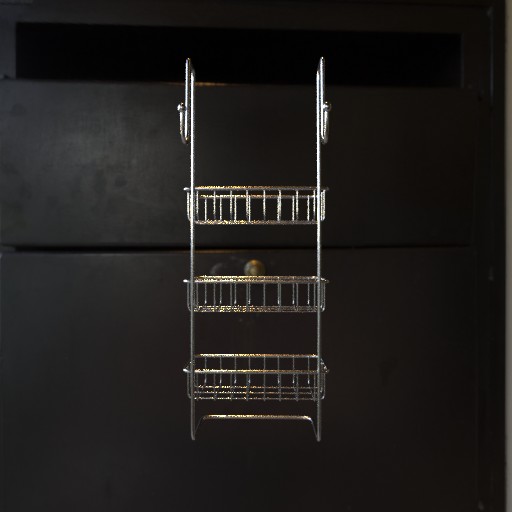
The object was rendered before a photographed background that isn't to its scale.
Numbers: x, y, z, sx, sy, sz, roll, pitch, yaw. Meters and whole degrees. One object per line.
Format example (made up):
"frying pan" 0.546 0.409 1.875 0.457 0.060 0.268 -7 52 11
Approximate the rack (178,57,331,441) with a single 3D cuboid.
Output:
"rack" 0.000 0.000 0.687 0.228 0.574 0.202 0 0 1
